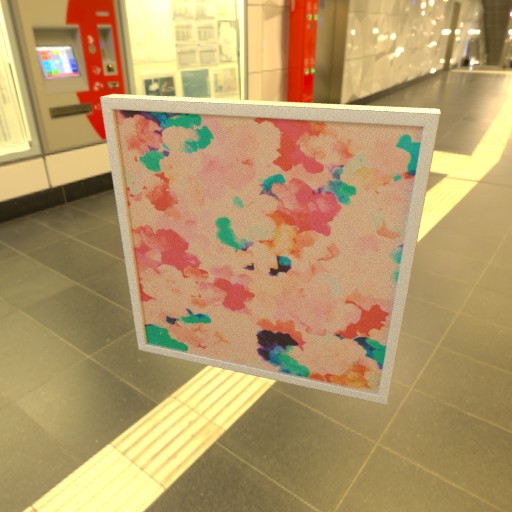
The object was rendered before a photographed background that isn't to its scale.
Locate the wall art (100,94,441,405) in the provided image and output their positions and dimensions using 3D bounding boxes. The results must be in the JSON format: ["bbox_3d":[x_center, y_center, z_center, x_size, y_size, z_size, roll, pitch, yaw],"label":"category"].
[{"bbox_3d":[0.000,0.000,0.765,0.506,0.505,0.038,8,28,16],"label":"wall art"}]
